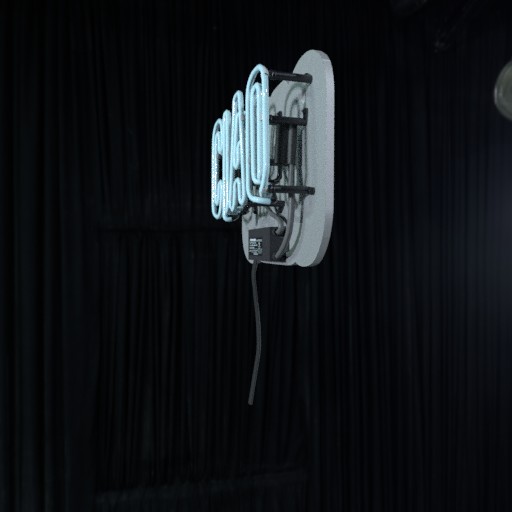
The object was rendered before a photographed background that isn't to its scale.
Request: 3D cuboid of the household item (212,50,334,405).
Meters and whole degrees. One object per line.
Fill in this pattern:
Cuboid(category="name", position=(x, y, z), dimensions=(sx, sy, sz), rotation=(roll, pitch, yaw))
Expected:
Cuboid(category="household item", position=(0.000, 0.000, 0.384), dimensions=(0.042, 0.294, 0.211), rotation=(0, 1, -17))
